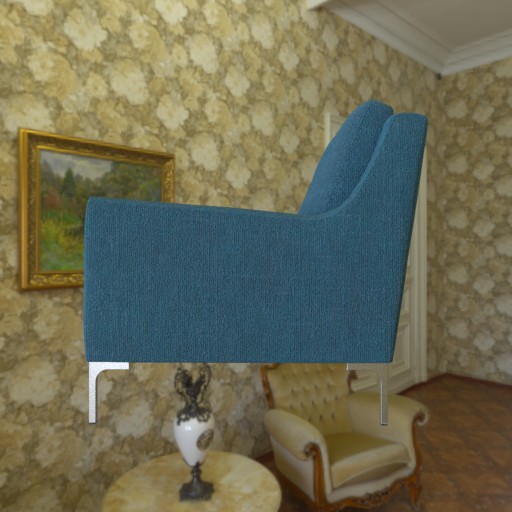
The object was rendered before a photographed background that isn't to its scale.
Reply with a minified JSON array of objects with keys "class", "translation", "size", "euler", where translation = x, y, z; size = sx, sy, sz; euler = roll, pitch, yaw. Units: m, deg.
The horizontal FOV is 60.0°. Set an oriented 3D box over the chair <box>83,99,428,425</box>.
[{"class":"chair","translation":[0.000,0.000,1.480],"size":[0.849,0.828,0.847],"euler":[0,0,1]}]
